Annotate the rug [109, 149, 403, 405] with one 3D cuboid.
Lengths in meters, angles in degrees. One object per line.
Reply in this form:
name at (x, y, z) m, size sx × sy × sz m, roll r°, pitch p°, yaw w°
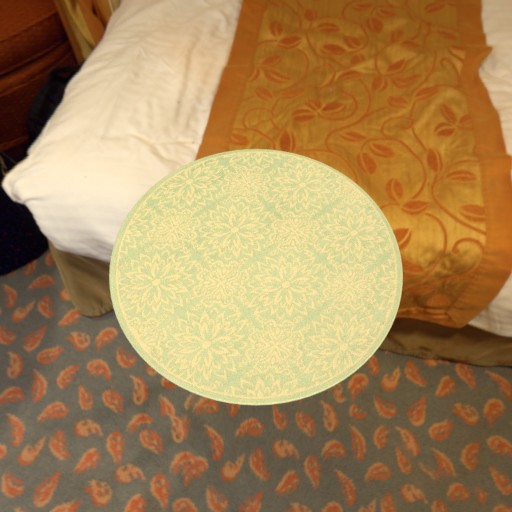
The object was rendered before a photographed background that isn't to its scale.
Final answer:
rug at (0.000, 0.000, 2.439) m, size 1.593 × 0.012 × 1.593 m, roll 0°, pitch 59°, yaw 0°
